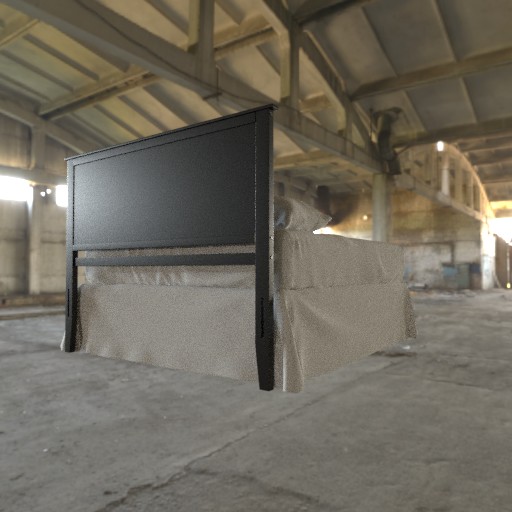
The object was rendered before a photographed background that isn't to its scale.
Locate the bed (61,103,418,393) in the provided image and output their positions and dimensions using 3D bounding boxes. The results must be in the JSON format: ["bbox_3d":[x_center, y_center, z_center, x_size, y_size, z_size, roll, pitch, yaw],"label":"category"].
[{"bbox_3d":[0.000,0.000,3.241,1.870,1.270,2.050,-1,-2,36],"label":"bed"}]
